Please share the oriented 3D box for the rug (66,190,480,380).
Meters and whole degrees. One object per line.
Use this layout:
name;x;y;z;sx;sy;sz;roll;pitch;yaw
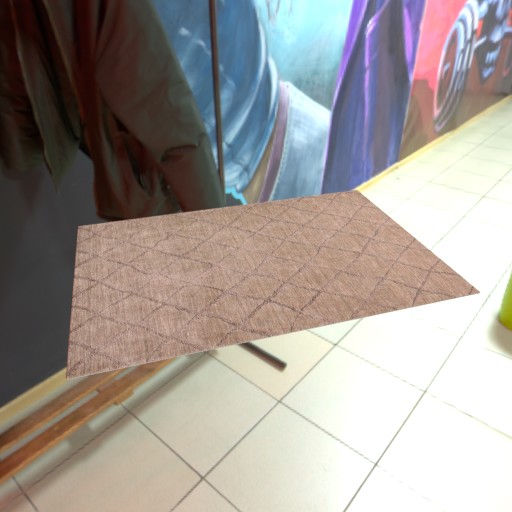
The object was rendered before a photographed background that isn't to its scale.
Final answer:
rug;0.000;0.000;2.928;2.280;0.015;1.521;-9;33;-14
